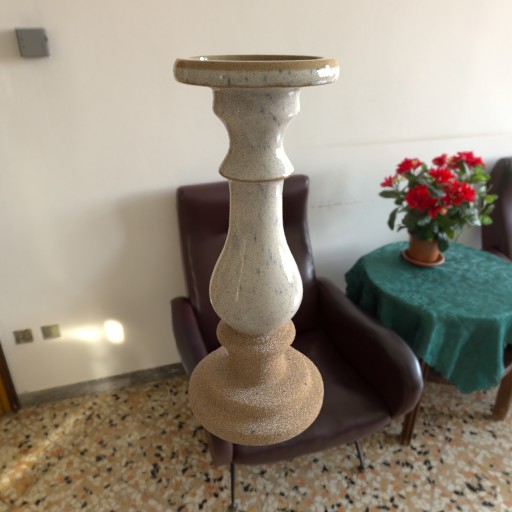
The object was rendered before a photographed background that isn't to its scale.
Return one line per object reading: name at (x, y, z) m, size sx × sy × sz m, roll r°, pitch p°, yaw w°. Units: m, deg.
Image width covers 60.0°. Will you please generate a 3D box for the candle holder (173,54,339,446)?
candle holder at (0.000, 0.000, 0.248) m, size 0.088 × 0.203 × 0.088 m, roll 0°, pitch 27°, yaw 0°
